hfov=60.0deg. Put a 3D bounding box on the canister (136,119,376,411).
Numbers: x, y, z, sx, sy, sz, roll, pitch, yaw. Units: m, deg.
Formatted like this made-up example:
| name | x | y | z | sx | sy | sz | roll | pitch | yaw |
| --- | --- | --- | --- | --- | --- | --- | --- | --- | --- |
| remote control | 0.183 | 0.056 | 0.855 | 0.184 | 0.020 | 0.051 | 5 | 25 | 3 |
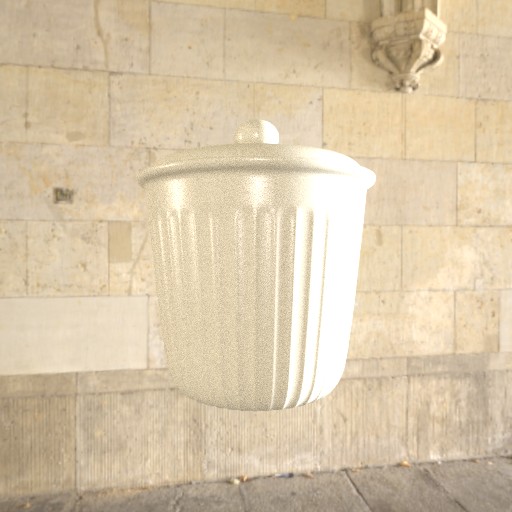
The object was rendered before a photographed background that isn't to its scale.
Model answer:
| name | x | y | z | sx | sy | sz | roll | pitch | yaw |
| --- | --- | --- | --- | --- | --- | --- | --- | --- | --- |
| canister | 0.000 | 0.000 | 0.347 | 0.181 | 0.211 | 0.181 | 0 | 1 | 0 |
